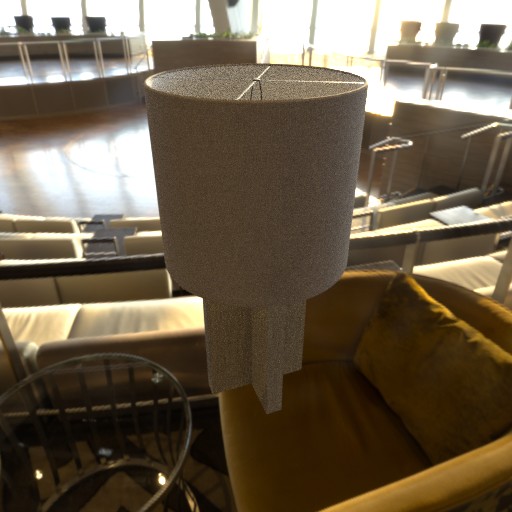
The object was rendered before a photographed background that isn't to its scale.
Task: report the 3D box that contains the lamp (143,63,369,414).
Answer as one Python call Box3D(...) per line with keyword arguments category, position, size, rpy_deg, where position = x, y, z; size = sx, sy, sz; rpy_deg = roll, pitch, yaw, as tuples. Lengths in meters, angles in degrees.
Box3D(category="lamp", position=(0.000, 0.000, 0.568), size=(0.229, 0.428, 0.229), rpy_deg=(-11, 32, -18))
